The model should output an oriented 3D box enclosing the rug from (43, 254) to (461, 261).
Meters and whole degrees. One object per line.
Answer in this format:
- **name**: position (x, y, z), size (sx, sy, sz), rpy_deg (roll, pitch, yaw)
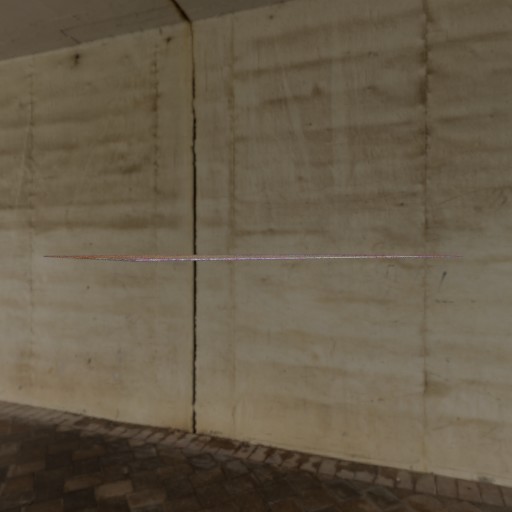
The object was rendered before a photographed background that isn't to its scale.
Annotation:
- **rug**: position (0.000, 0.000, 3.706), size (2.896, 0.013, 2.007), rpy_deg (-1, 1, -37)
